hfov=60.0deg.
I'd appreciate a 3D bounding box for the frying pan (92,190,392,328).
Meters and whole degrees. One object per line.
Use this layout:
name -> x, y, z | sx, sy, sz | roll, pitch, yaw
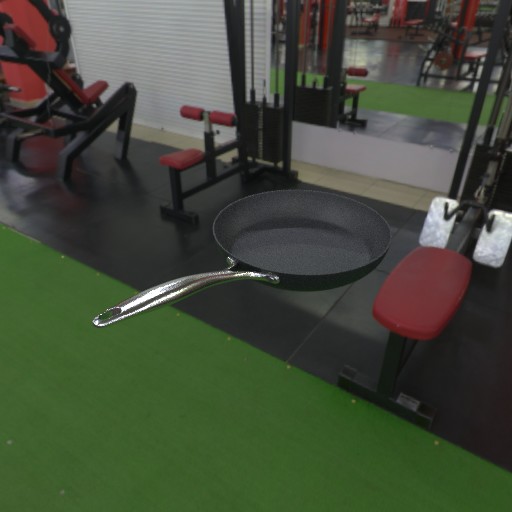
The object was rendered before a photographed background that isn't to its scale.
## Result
frying pan -> 0.000, 0.000, 0.568 | 0.255, 0.105, 0.472 | 22, 38, 31
